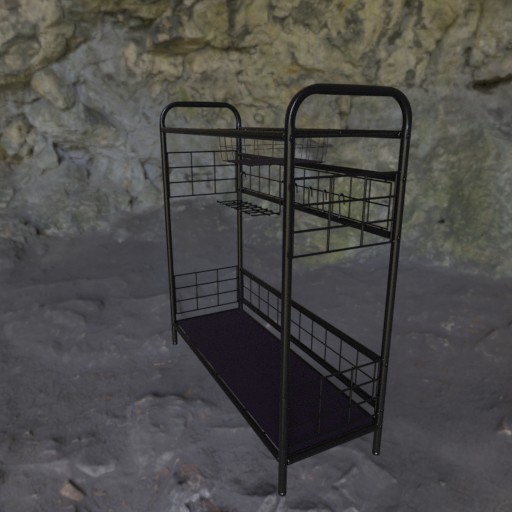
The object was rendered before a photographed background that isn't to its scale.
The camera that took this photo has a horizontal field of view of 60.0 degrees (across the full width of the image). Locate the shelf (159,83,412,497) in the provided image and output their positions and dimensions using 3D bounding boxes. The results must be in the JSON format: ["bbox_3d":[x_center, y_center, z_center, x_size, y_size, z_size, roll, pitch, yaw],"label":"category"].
[{"bbox_3d":[0.000,0.000,1.504,0.350,1.026,0.961,-9,19,-26],"label":"shelf"}]
